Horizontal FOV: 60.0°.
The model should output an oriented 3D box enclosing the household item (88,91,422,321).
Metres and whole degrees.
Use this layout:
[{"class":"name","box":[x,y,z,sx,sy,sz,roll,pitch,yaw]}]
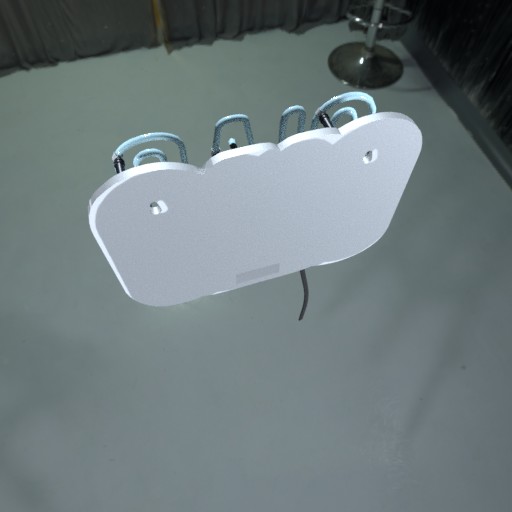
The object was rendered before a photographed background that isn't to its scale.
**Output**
[{"class":"household item","box":[0.000,0.000,0.376,0.211,0.294,0.042,-15,59,-9]}]
